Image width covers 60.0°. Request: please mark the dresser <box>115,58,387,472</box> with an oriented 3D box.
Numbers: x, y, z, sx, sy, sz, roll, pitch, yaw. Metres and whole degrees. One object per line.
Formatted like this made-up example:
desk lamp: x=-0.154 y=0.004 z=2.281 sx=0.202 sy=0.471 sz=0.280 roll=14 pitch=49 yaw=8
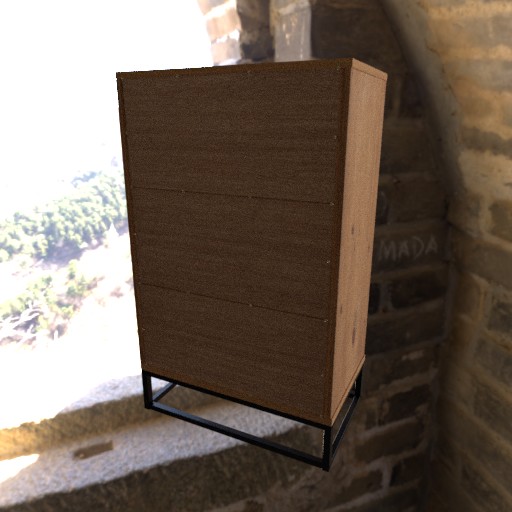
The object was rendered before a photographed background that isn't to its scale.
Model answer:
dresser: x=0.000 y=0.000 z=1.618 sx=0.761 sy=1.240 sz=0.479 roll=8 pitch=19 yaw=25
